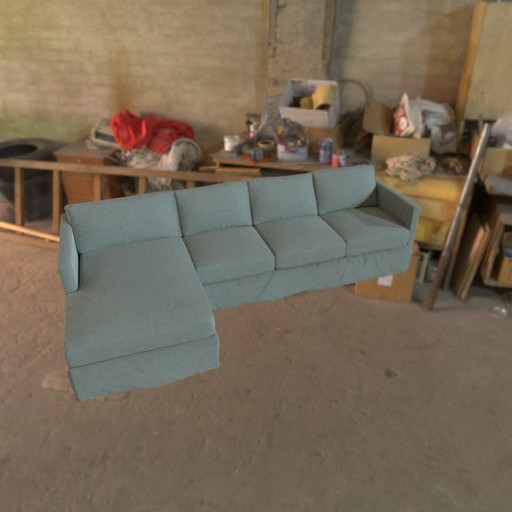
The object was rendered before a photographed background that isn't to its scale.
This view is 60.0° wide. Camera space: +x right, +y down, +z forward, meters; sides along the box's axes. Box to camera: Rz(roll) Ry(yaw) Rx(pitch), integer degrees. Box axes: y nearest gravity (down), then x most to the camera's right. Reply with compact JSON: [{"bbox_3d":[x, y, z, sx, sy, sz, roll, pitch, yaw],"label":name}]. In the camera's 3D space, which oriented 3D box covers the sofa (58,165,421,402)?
[{"bbox_3d":[0.000,0.000,3.897,3.205,0.922,1.650,-10,33,-16],"label":"sofa"}]
